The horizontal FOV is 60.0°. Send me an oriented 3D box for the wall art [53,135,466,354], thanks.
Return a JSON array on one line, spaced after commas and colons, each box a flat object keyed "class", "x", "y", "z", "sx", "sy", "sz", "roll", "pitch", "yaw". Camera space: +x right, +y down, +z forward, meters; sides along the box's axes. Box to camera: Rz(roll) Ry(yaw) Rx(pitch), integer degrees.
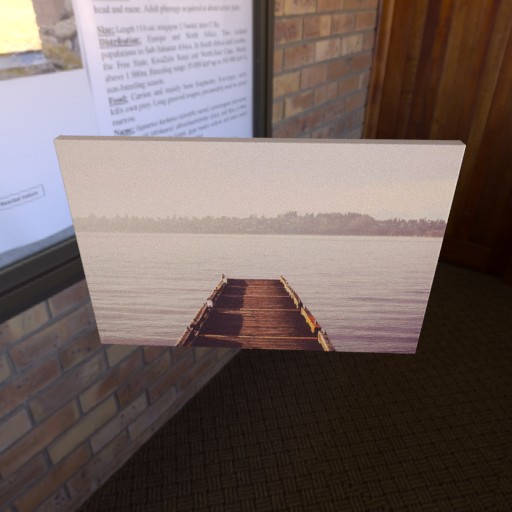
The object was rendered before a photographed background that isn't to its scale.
[{"class": "wall art", "x": 0.000, "y": 0.000, "z": 1.152, "sx": 0.916, "sy": 0.609, "sz": 0.037, "roll": 1, "pitch": 31, "yaw": 2}]
